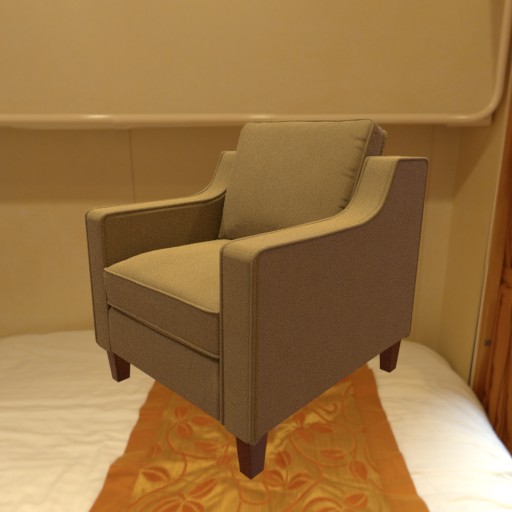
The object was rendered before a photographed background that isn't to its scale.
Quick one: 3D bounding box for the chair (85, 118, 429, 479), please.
[{"bbox_3d":[0.000,0.000,1.612,0.831,0.960,0.909,14,21,42],"label":"chair"}]
